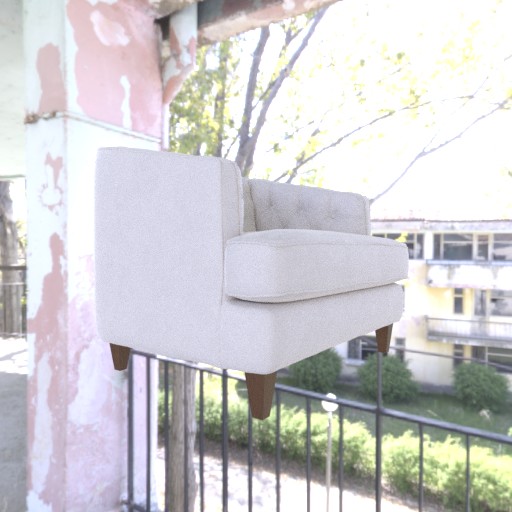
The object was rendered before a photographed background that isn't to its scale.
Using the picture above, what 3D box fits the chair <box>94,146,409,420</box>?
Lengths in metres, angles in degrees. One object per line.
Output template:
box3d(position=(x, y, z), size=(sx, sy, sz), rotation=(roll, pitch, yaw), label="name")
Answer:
box3d(position=(0.000, 0.000, 1.774), size=(0.941, 0.852, 1.104), rotation=(1, 1, 36), label="chair")
